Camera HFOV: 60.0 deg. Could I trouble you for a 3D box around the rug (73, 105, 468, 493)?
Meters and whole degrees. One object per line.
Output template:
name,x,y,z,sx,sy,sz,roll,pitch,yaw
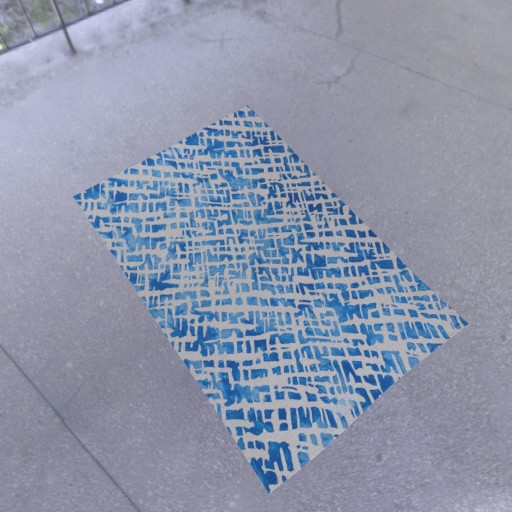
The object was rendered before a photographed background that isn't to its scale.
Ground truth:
rug,0.000,0.000,2.307,1.209,0.011,1.830,-33,66,-16
